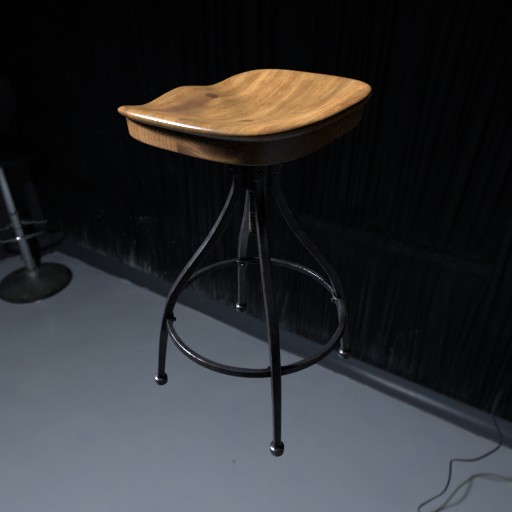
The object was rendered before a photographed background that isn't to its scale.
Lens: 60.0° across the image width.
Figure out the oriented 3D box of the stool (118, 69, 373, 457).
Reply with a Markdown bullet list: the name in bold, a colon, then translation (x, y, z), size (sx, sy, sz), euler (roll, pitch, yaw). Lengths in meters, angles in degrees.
- **stool**: translation (0.000, 0.000, 0.974), size (0.424, 0.694, 0.432), euler (20, 38, 28)
